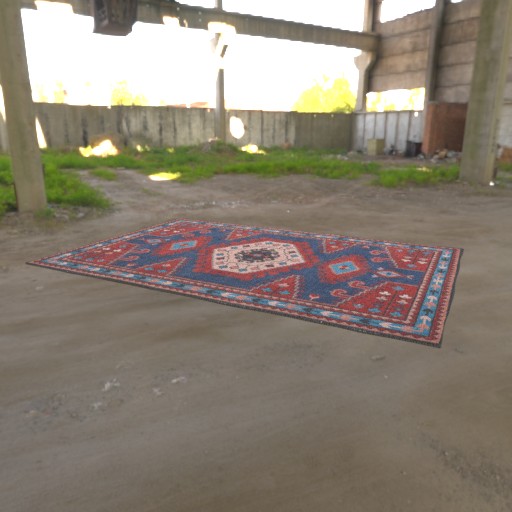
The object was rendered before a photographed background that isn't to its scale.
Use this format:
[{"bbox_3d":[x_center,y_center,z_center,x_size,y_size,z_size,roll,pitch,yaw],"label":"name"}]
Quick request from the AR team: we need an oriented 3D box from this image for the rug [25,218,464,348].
[{"bbox_3d":[0.000,0.000,2.188,1.820,0.012,1.207,8,18,26],"label":"rug"}]
